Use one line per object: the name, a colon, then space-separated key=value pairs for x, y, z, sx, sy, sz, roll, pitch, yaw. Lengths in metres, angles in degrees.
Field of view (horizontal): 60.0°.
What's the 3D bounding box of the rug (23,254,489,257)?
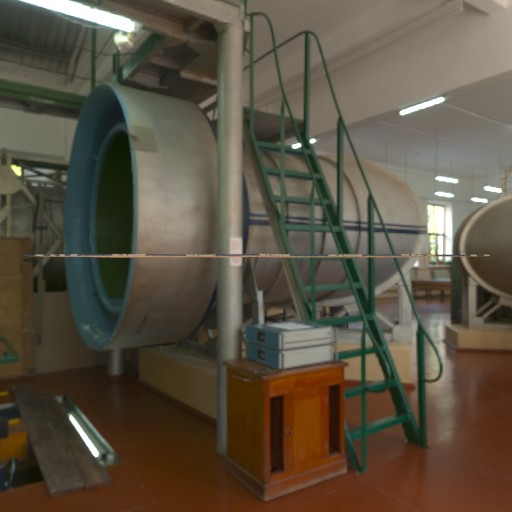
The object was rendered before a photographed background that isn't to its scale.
rug: x=0.000 y=0.000 z=2.222 sx=1.755 sy=0.010 sz=1.153 roll=0 pitch=0 yaw=0
